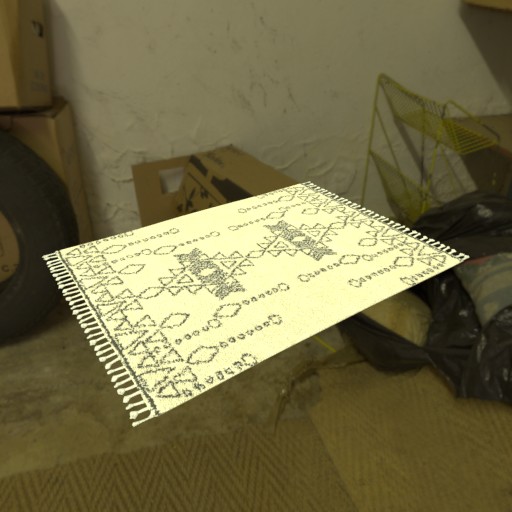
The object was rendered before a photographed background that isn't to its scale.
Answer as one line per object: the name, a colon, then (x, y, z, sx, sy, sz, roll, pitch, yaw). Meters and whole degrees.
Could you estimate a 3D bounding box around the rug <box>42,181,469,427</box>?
rug: (0.000, 0.000, 3.792, 3.027, 0.028, 2.125, -20, 36, -29)
